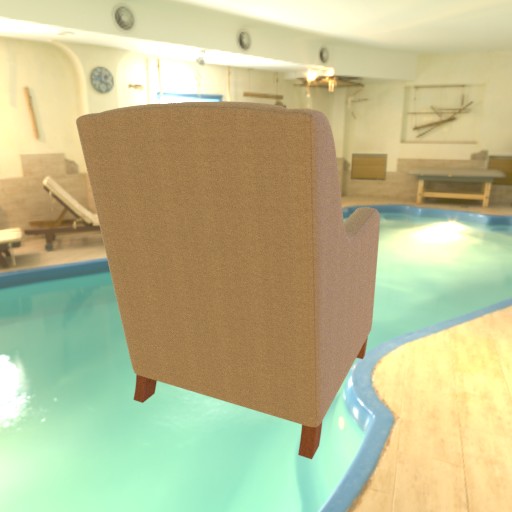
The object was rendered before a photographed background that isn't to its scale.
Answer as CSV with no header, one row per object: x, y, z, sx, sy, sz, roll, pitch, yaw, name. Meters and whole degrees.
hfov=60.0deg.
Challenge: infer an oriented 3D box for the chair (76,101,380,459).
0.000,0.000,1.601,0.715,1.017,0.890,8,18,25,chair
